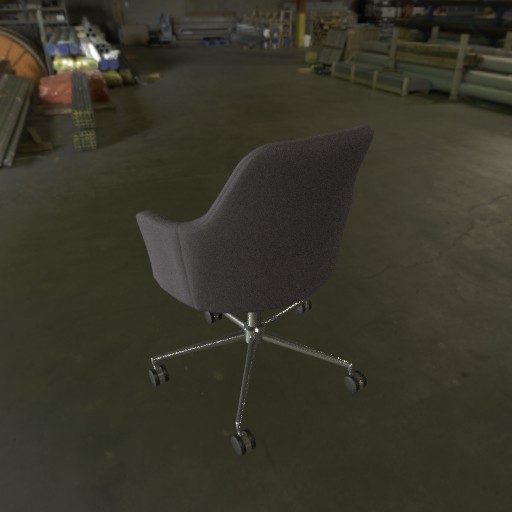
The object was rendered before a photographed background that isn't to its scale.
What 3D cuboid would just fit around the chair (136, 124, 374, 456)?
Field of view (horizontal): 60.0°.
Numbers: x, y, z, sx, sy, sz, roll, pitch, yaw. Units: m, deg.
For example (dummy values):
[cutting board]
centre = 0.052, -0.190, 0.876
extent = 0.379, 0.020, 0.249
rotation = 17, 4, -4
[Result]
[chair]
centre = 0.000, 0.000, 1.283
extent = 0.655, 0.820, 0.600
rotation = -19, 35, -29
